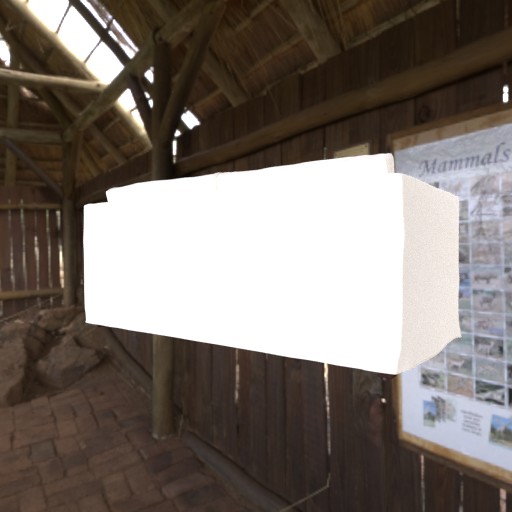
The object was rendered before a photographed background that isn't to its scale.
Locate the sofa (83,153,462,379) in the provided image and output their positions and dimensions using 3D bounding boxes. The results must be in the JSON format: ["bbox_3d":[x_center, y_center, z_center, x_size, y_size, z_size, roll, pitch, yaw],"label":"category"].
[{"bbox_3d":[0.000,0.000,2.502,1.987,0.870,0.940,1,1,36],"label":"sofa"}]
